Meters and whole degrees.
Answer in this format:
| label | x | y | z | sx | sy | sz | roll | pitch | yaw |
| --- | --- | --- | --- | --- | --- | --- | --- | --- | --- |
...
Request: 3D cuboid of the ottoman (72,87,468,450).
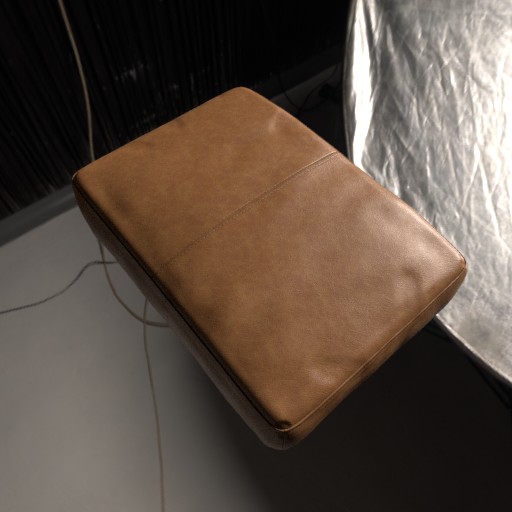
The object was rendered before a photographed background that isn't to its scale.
| label | x | y | z | sx | sy | sz | roll | pitch | yaw |
| --- | --- | --- | --- | --- | --- | --- | --- | --- | --- |
| ottoman | 0.000 | 0.000 | 1.215 | 0.630 | 0.461 | 0.869 | -35 | 64 | -20 |
